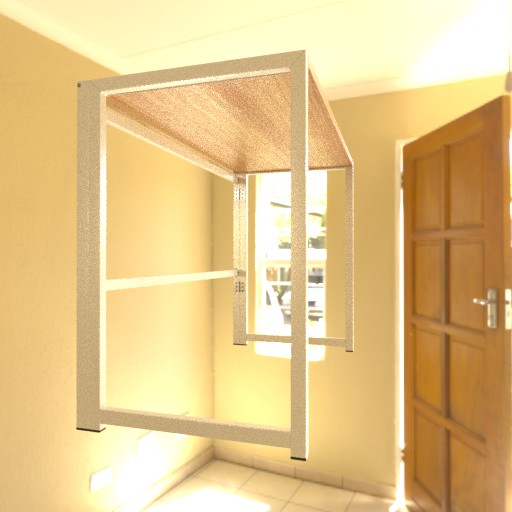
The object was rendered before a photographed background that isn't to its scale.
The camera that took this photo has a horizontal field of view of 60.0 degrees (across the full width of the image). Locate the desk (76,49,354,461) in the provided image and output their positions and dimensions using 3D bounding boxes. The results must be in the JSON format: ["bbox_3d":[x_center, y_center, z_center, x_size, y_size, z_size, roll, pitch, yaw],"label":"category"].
[{"bbox_3d":[0.000,0.000,1.377,0.508,0.762,1.016,0,0,17],"label":"desk"}]
